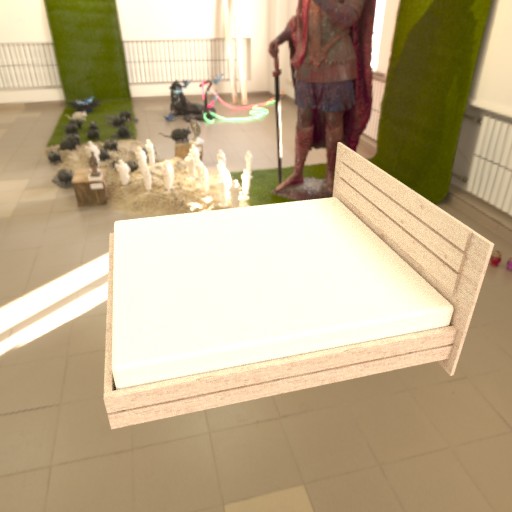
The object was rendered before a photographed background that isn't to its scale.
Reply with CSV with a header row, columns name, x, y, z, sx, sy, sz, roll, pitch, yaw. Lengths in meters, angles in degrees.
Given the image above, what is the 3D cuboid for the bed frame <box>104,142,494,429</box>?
name,x,y,z,sx,sy,sz,roll,pitch,yaw
bed frame,0.000,0.000,3.155,2.080,0.970,1.950,-8,31,-13
